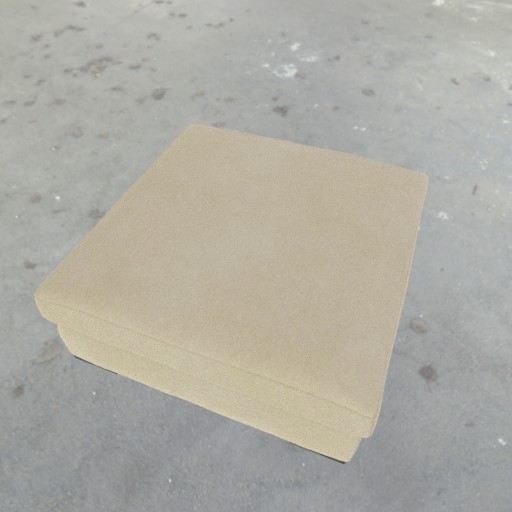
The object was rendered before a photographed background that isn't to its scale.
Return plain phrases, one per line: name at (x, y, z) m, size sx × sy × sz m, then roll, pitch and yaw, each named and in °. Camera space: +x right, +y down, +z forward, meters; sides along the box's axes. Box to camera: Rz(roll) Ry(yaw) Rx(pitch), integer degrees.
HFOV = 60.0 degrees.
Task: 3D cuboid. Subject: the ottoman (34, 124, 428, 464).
ottoman at (0.000, 0.000, 1.830) m, size 1.190 × 0.522 × 1.205 m, roll 16°, pitch 49°, yaw 15°
